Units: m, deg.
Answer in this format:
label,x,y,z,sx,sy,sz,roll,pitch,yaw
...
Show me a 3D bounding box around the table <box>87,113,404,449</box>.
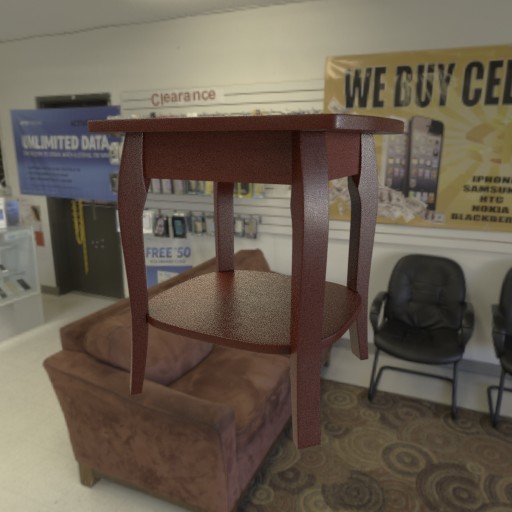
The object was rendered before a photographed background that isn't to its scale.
label,x,y,z,sx,sy,sz,roll,pitch,yaw
table,0.000,0.000,0.861,0.502,0.496,0.433,7,16,26
